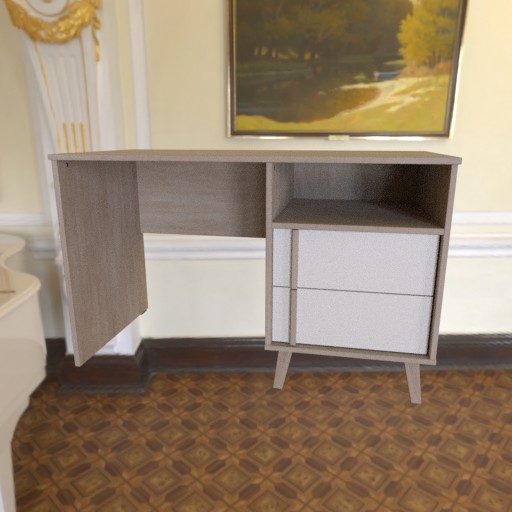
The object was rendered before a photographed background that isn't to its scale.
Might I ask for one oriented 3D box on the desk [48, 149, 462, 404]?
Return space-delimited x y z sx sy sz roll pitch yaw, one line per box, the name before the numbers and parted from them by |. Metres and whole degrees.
desk | 0.000 0.000 1.692 1.251 0.770 0.600 3 15 11
